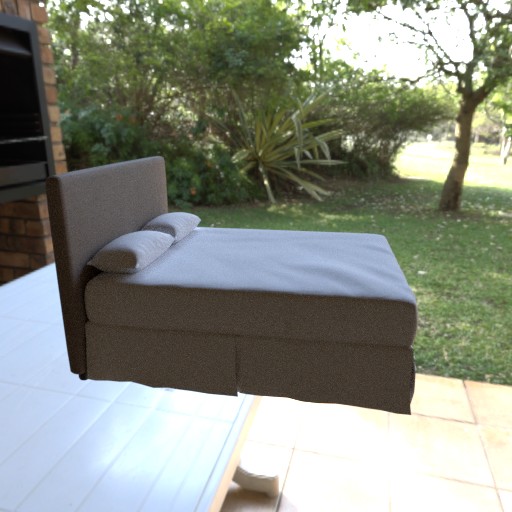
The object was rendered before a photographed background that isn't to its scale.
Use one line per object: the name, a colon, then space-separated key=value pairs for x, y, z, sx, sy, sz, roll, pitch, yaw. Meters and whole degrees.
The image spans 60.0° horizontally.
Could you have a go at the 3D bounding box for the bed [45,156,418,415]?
bed: x=0.000 y=0.000 z=3.274 sx=2.142 sy=1.330 sz=1.723 roll=3 pitch=17 yaw=9
